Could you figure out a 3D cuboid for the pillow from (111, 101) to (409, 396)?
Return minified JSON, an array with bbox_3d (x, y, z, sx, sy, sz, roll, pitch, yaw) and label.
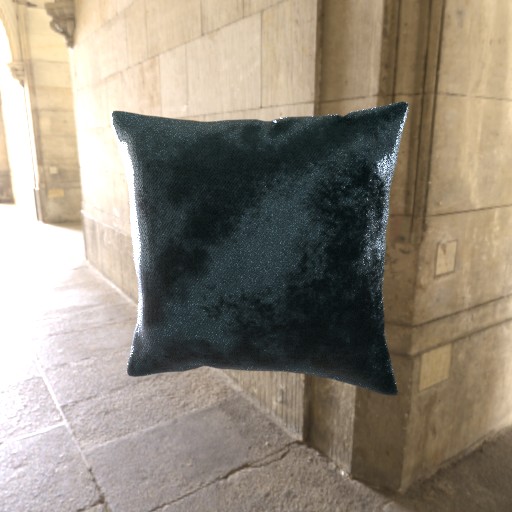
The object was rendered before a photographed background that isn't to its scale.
[{"bbox_3d":[0.000,0.000,0.659,0.436,0.430,0.138,2,14,9],"label":"pillow"}]
